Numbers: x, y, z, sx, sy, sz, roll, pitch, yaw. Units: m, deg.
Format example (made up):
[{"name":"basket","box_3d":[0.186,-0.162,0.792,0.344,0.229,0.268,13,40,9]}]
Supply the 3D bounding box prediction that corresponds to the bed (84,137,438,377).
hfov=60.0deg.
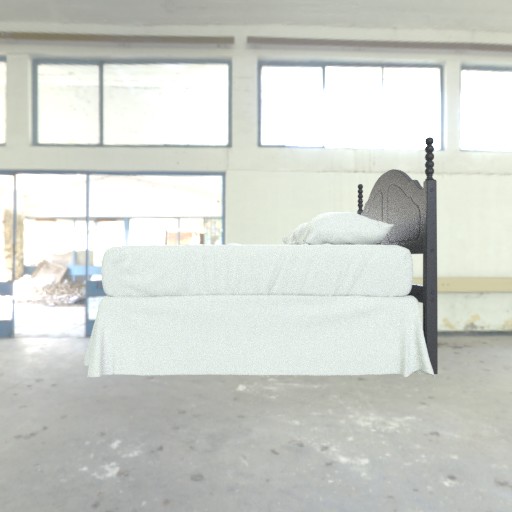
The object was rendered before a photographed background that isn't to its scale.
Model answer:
[{"name":"bed","box_3d":[0.000,0.000,3.315,2.040,1.356,1.873,0,0,-1]}]
